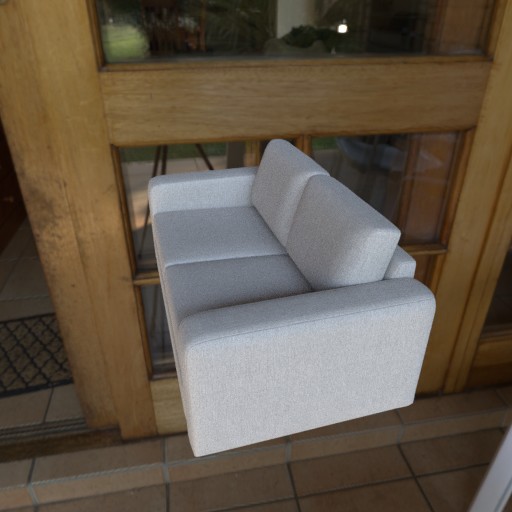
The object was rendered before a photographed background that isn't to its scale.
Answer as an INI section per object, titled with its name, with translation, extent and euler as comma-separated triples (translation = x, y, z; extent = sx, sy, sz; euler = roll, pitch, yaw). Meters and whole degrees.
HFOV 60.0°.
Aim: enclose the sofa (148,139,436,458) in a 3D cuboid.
[sofa]
translation = 0.000, 0.000, 2.131
extent = 0.900, 0.800, 1.540
euler = -8, 31, -14
